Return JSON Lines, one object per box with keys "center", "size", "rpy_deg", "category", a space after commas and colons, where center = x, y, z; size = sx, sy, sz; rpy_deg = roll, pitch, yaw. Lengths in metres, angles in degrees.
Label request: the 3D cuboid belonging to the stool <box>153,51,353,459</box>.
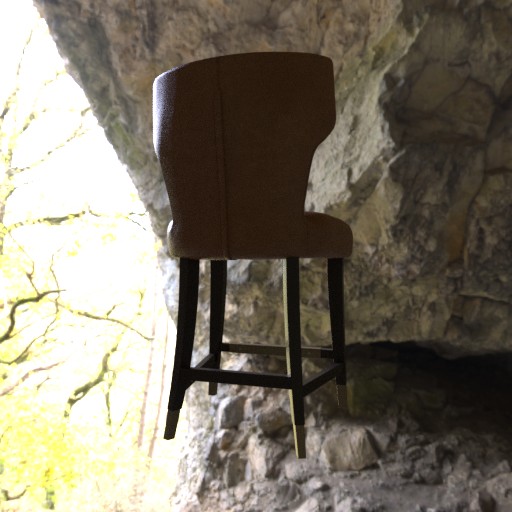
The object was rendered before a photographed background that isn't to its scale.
{"center": [0.000, 0.000, 1.322], "size": [0.526, 0.982, 0.563], "rpy_deg": [0, -1, 18], "category": "stool"}
